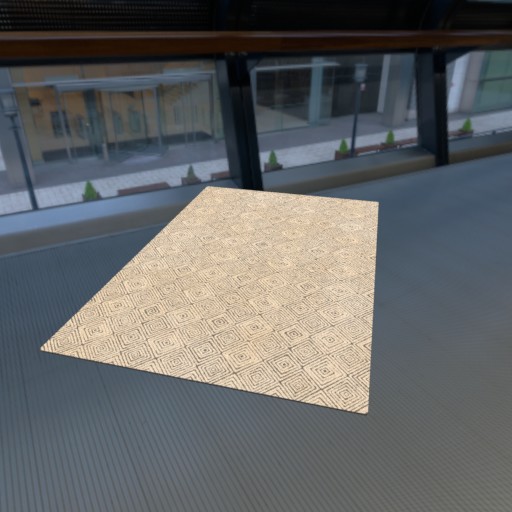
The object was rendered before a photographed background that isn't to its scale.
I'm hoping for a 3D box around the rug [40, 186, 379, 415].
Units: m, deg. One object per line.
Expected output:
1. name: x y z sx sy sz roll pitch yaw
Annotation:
1. rug: 0.000 0.000 2.247 1.175 0.008 1.783 7 30 13
